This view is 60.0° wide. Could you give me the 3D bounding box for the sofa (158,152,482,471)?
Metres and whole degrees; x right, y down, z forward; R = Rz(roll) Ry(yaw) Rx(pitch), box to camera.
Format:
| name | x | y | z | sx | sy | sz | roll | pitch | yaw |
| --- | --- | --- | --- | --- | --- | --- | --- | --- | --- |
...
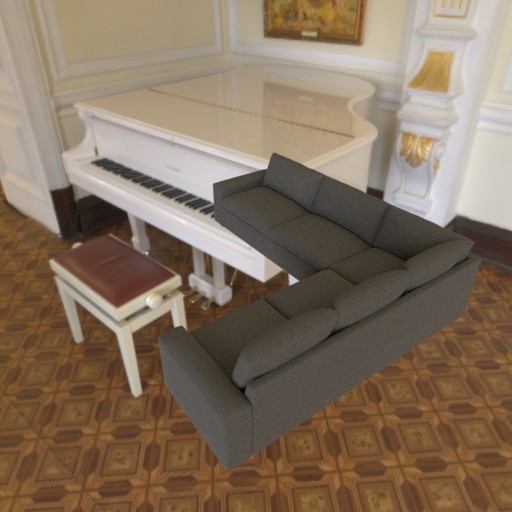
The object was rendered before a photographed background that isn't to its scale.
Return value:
| name | x | y | z | sx | sy | sz | roll | pitch | yaw |
| --- | --- | --- | --- | --- | --- | --- | --- | --- | --- |
| sofa | 0.000 | 0.000 | 4.722 | 2.895 | 0.965 | 3.277 | -22 | 38 | -30 |
